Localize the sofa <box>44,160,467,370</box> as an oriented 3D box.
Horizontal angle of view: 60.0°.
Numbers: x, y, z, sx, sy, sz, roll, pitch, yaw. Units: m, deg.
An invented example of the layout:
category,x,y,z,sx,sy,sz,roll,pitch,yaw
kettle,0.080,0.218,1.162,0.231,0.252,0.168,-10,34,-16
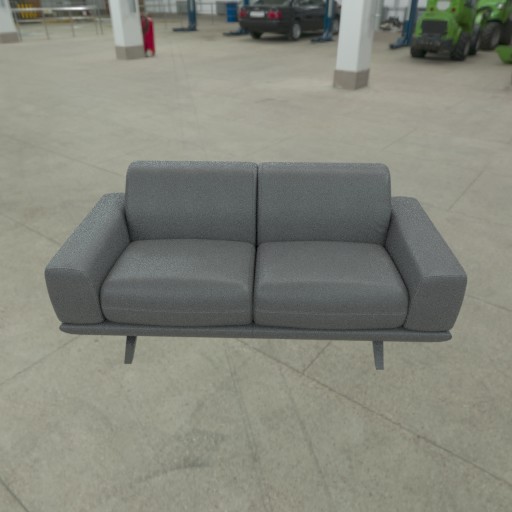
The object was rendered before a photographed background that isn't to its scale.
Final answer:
category,x,y,z,sx,sy,sz,roll,pitch,yaw
sofa,0.000,0.000,2.385,1.901,0.772,0.900,1,31,2
